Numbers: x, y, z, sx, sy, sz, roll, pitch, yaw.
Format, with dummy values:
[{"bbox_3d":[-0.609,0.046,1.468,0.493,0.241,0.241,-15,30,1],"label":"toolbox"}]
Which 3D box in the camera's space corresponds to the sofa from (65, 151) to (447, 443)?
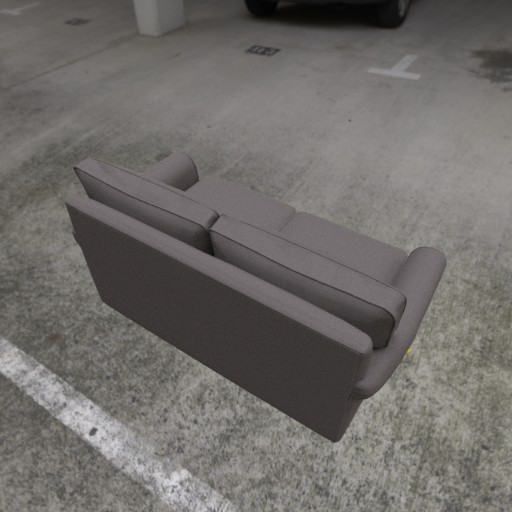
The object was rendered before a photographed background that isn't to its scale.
[{"bbox_3d":[0.000,0.000,2.219,1.665,0.937,0.964,25,50,23],"label":"sofa"}]
